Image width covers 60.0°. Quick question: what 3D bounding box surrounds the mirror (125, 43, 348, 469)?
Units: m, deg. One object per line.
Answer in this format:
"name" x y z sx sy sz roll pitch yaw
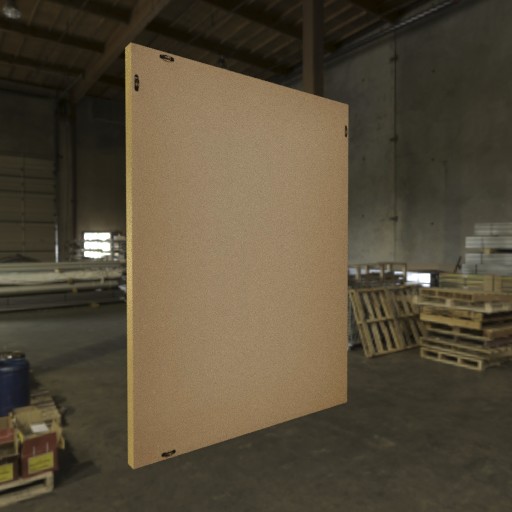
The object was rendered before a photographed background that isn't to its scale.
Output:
"mirror" 0.000 0.000 1.296 0.762 1.016 0.040 -1 2 -37
